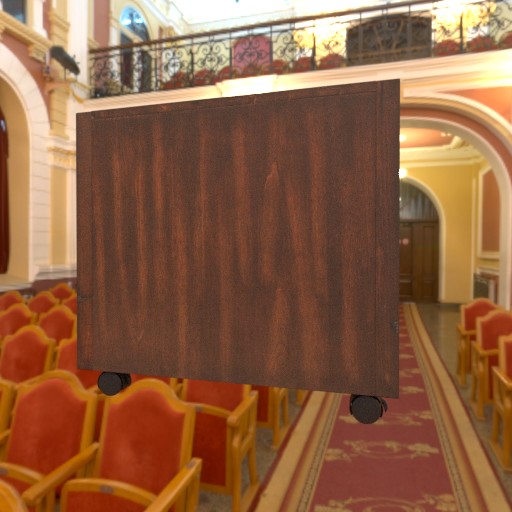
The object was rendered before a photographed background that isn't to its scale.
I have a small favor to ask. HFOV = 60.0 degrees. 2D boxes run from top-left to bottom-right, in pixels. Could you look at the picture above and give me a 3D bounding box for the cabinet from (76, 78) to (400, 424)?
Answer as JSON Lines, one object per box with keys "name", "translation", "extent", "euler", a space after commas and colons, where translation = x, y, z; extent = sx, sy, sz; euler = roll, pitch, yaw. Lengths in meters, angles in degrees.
{"name": "cabinet", "translation": [0.000, 0.000, 0.825], "extent": [0.500, 0.455, 0.402], "euler": [0, 1, 17]}
